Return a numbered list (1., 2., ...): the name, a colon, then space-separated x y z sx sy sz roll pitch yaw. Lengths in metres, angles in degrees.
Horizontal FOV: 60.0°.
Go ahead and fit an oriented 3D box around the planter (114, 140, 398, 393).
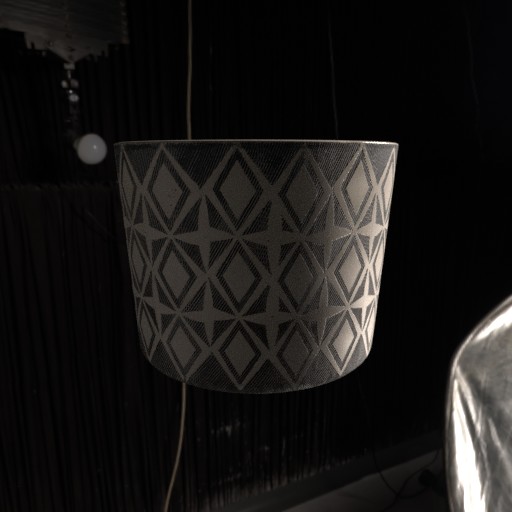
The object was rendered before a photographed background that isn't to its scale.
1. planter: 0.000 0.000 0.449 0.260 0.220 0.260 0 13 0
